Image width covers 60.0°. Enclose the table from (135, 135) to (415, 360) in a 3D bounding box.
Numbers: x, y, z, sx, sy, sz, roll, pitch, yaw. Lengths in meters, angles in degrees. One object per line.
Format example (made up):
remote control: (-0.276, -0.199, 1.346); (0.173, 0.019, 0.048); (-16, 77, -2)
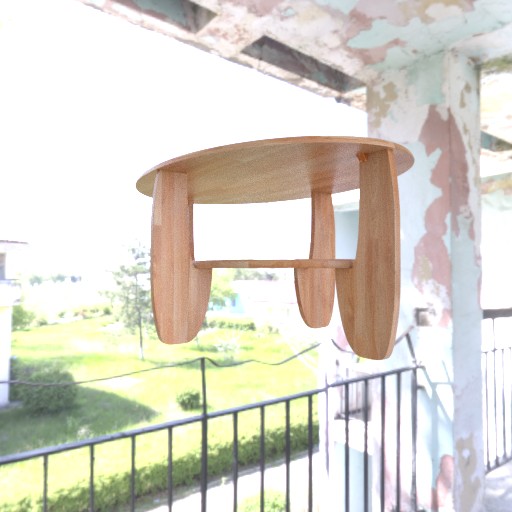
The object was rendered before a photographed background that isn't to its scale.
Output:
table: (0.000, 0.000, 1.383); (0.690, 0.490, 1.040); (1, -2, -36)
